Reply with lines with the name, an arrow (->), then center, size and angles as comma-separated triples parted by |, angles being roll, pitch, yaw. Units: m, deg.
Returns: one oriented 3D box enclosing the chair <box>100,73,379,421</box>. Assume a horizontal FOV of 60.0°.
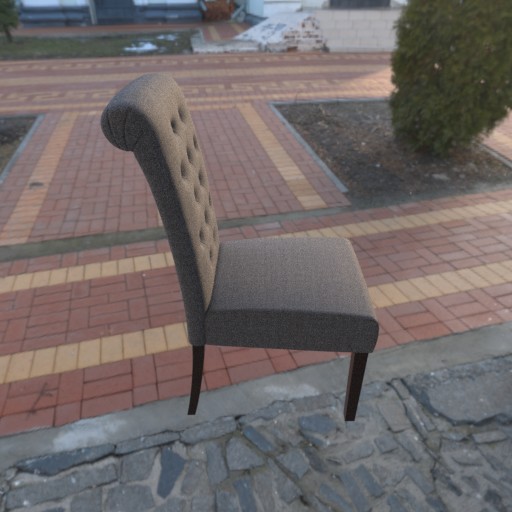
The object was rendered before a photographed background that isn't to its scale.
chair -> 0.000, 0.000, 1.344 | 0.671, 1.006, 0.456 | 0, 31, 0
